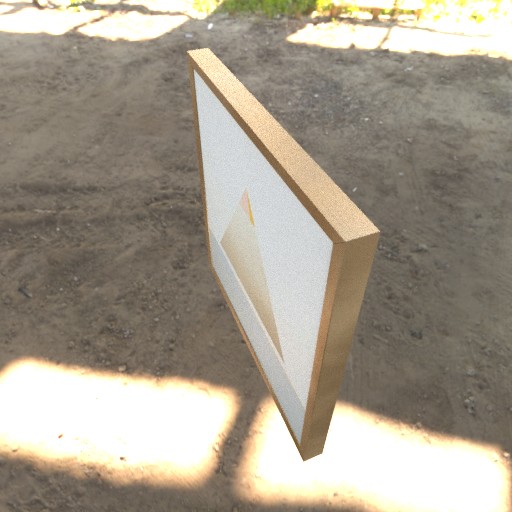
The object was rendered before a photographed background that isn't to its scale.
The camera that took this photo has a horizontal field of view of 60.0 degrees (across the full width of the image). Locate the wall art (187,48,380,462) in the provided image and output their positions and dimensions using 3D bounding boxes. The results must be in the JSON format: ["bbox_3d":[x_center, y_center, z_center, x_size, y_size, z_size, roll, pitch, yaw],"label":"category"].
[{"bbox_3d":[0.000,0.000,0.755,0.038,0.511,0.513,-16,47,-16],"label":"wall art"}]
